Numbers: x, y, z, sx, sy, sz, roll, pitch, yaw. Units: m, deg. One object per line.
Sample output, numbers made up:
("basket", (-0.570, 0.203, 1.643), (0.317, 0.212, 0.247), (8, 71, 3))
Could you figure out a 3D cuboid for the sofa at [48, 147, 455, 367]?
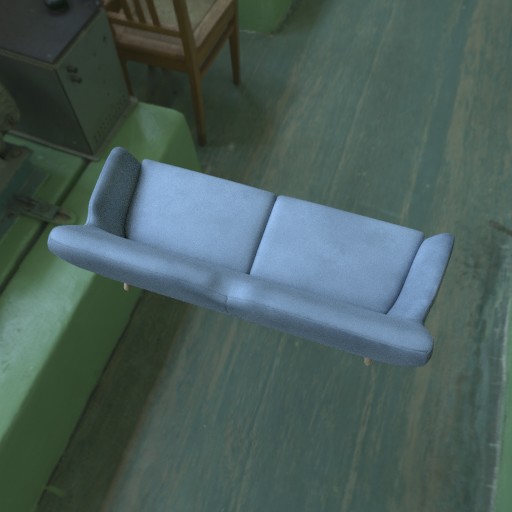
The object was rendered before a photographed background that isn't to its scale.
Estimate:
("sofa", (0.000, 0.000, 2.325), (1.870, 0.810, 0.850), (16, 64, 8))
